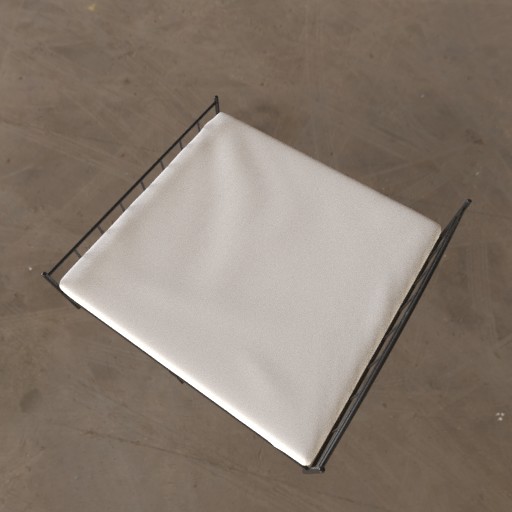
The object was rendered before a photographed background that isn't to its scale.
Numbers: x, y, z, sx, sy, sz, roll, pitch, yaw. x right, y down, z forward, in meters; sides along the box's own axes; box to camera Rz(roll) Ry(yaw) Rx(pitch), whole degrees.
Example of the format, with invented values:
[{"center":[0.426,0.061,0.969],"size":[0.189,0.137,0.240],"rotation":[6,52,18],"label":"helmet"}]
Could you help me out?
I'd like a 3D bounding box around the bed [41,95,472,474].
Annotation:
[{"center":[0.000,0.000,3.046],"size":[2.040,0.940,1.880],"rotation":[31,68,14],"label":"bed"}]
